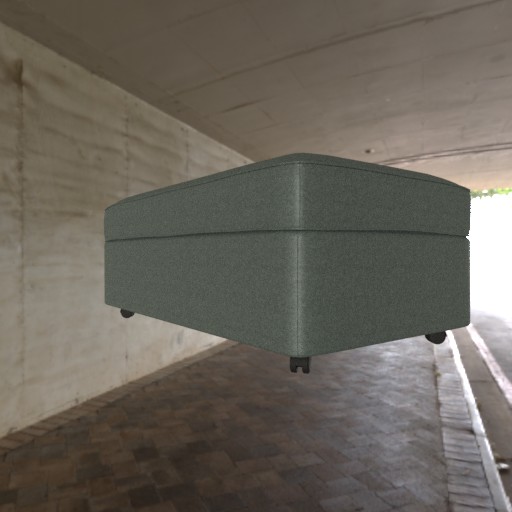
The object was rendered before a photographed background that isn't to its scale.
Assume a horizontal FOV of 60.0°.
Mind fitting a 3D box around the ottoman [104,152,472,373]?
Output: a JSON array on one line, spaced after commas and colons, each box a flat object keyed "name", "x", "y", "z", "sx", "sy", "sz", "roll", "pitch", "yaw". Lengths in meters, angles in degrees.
[{"name": "ottoman", "x": 0.000, "y": 0.000, "z": 1.514, "sx": 0.681, "sy": 0.494, "sz": 1.173, "roll": 0, "pitch": 1, "yaw": -37}]
